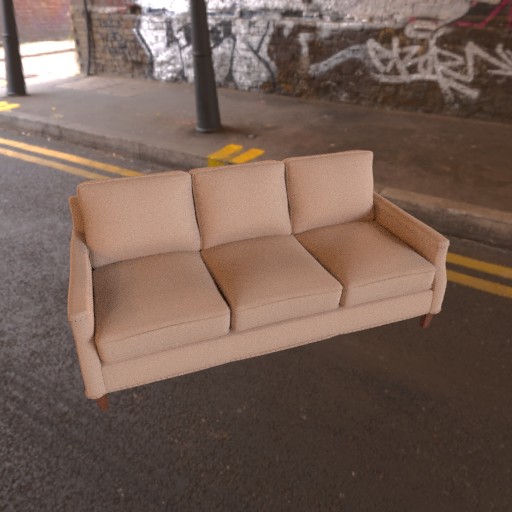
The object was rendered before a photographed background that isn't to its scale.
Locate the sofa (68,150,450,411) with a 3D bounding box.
[{"bbox_3d":[0.000,0.000,2.868,2.246,1.003,1.084,-10,32,-17],"label":"sofa"}]
